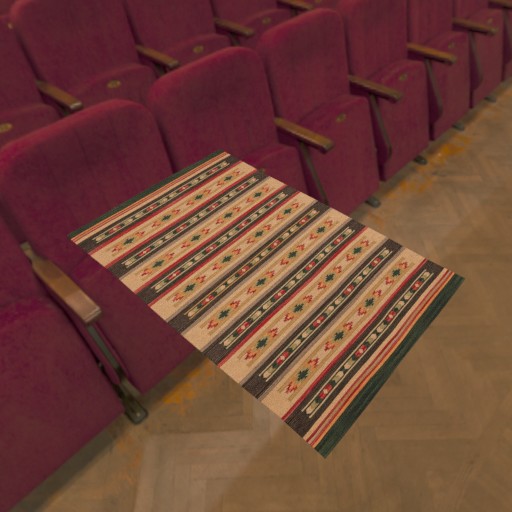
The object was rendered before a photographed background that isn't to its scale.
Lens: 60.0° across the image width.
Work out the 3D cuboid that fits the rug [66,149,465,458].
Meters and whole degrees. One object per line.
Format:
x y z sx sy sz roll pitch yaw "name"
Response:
0.000 0.000 2.406 1.825 0.009 1.221 33 54 28 "rug"
